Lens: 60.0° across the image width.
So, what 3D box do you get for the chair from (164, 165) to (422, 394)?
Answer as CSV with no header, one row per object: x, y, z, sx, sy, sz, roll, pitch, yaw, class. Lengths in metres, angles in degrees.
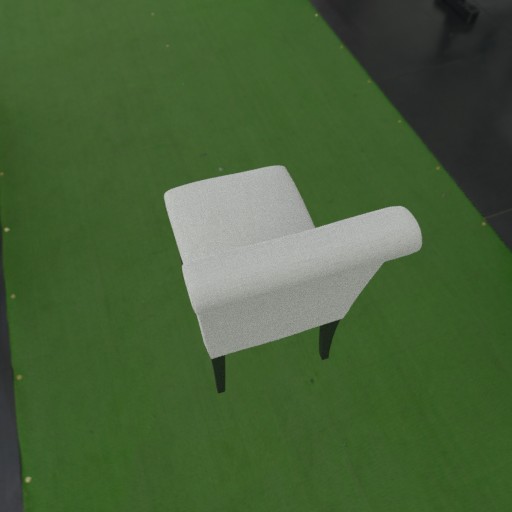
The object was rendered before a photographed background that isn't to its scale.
0.000,0.000,1.361,0.452,0.976,0.708,-15,59,-9,chair
